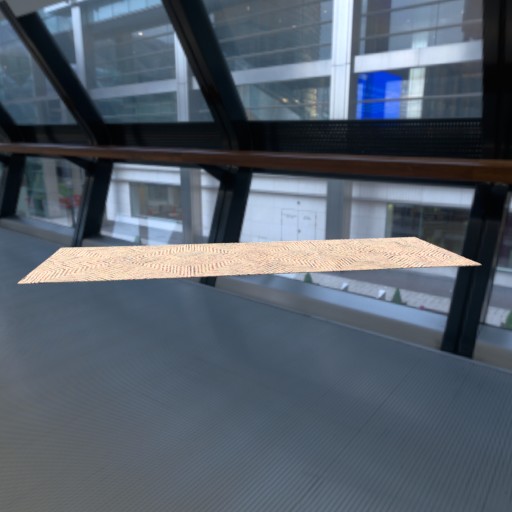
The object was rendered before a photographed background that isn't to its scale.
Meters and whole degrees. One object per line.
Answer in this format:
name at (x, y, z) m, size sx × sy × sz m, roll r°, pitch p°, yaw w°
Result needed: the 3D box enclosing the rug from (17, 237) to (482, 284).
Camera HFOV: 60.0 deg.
rug at (0.000, 0.000, 2.670) m, size 2.443 × 0.009 × 0.771 m, roll -2°, pitch 14°, yaw -8°
